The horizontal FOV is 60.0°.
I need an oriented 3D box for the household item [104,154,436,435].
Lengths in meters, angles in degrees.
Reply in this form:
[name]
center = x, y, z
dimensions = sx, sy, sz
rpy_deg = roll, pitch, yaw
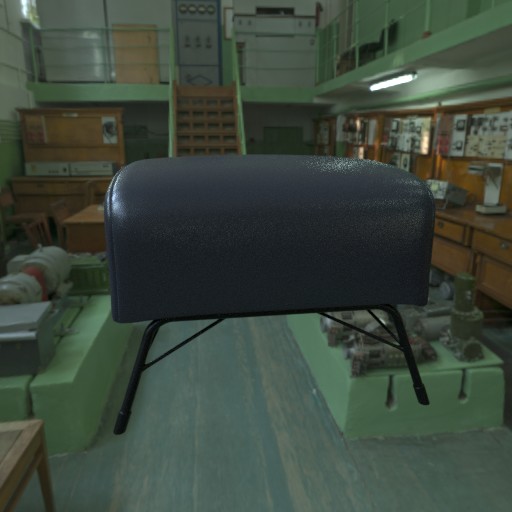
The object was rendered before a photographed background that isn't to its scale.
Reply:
[household item]
center = 0.000, 0.000, 0.922
dimensions = 0.530, 0.410, 0.530
rpy_deg = -2, 15, -8
